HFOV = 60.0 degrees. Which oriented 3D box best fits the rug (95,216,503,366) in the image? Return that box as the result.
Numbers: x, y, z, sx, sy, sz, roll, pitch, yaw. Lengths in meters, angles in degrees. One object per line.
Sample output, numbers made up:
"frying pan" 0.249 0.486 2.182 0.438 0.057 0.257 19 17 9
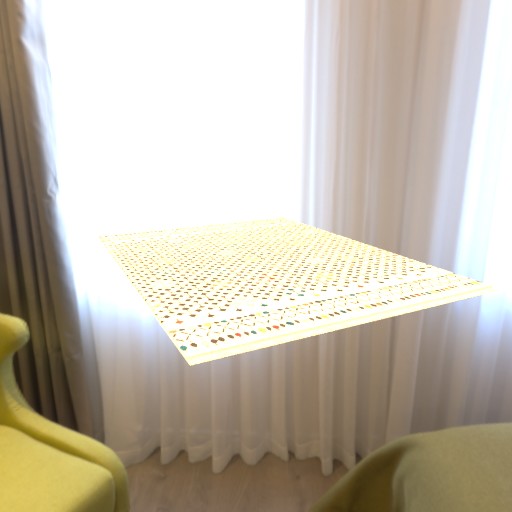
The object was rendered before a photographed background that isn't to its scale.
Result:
"rug" 0.000 0.000 1.970 1.146 0.006 1.556 -8 18 -26
